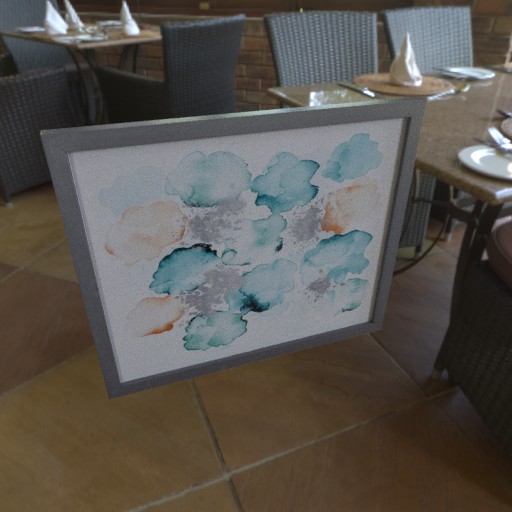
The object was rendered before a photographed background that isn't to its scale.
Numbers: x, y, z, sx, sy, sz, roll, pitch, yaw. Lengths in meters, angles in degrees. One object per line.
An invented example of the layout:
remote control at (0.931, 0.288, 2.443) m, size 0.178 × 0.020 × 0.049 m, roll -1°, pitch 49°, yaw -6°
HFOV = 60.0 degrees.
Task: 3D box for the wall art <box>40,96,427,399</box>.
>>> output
wall art at (0.000, 0.000, 0.881) m, size 0.660 × 0.558 × 0.026 m, roll -11°, pitch 34°, yaw -16°
